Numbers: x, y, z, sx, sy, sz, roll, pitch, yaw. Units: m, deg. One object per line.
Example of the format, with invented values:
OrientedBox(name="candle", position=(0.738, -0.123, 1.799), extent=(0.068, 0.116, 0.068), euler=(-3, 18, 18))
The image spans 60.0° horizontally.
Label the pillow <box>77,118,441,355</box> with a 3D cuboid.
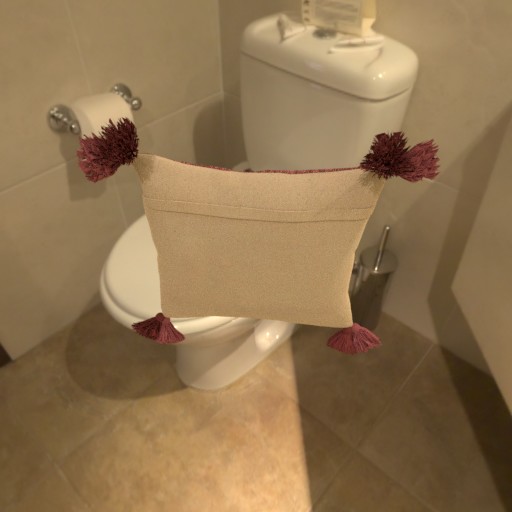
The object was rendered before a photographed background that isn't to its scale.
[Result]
OrientedBox(name="pillow", position=(0.000, 0.000, 0.963), extent=(0.641, 0.659, 0.138), euler=(4, 45, 4))
